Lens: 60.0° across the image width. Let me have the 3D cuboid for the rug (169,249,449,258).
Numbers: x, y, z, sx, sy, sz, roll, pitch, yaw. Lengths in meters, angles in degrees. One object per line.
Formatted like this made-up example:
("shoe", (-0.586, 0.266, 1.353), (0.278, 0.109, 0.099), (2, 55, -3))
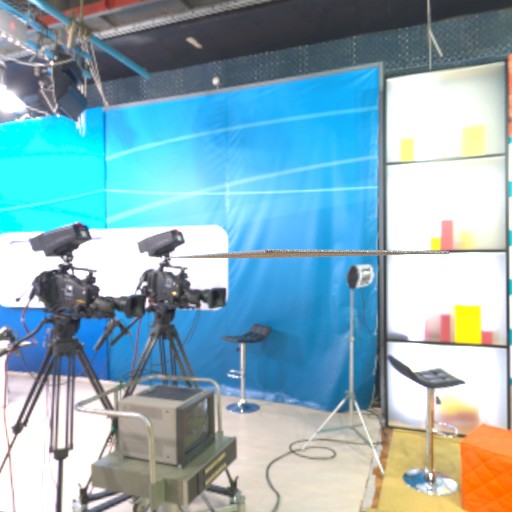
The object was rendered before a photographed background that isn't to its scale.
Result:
("rug", (0.000, 0.000, 2.034), (0.562, 0.009, 1.824), (0, -1, -18))
